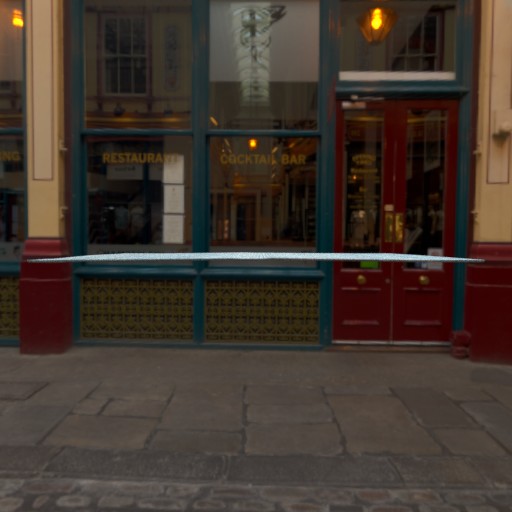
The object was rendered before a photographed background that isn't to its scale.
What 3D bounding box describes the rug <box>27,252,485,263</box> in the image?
[{"bbox_3d":[0.000,0.000,2.969,2.260,0.026,1.611,0,1,1],"label":"rug"}]
